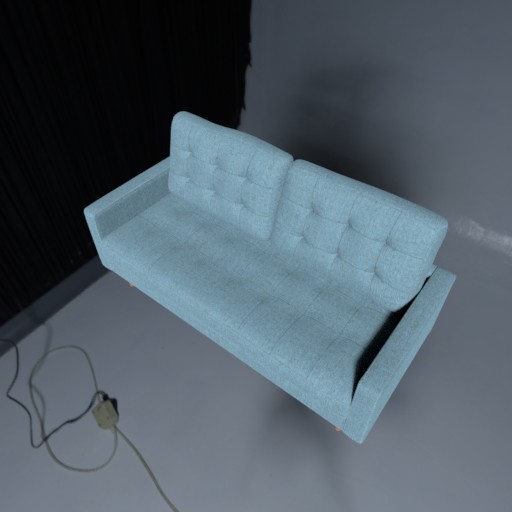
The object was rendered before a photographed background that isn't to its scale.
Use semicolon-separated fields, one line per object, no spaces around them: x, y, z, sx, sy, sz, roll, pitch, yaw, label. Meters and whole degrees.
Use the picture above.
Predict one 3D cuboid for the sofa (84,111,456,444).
0.000;0.000;2.620;2.010;1.050;0.966;29;52;26;sofa
